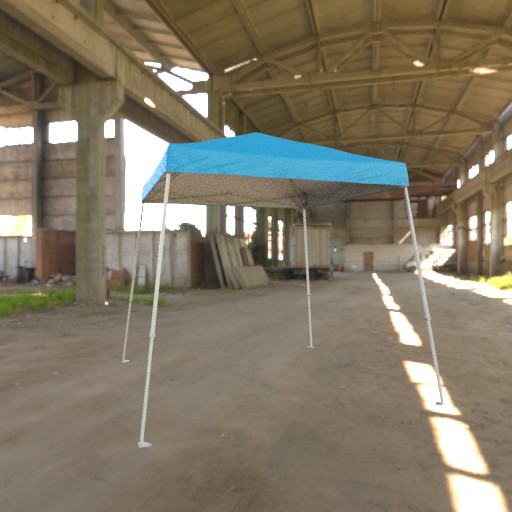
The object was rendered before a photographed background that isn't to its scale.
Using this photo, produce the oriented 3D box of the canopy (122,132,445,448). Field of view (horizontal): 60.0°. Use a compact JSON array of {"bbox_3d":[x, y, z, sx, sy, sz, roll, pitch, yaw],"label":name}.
[{"bbox_3d":[0.000,0.000,6.468,3.600,3.600,3.599,0,0,-19],"label":"canopy"}]
